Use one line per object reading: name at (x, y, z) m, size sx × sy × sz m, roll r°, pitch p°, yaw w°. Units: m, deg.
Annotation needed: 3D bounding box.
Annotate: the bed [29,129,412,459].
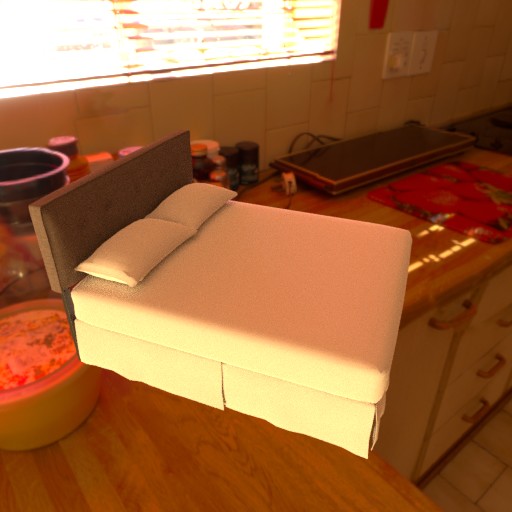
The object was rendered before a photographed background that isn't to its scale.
bed at (0.000, 0.000, 2.862) m, size 1.894 × 1.089 × 1.610 m, roll 11°, pitch 33°, yaw 18°
